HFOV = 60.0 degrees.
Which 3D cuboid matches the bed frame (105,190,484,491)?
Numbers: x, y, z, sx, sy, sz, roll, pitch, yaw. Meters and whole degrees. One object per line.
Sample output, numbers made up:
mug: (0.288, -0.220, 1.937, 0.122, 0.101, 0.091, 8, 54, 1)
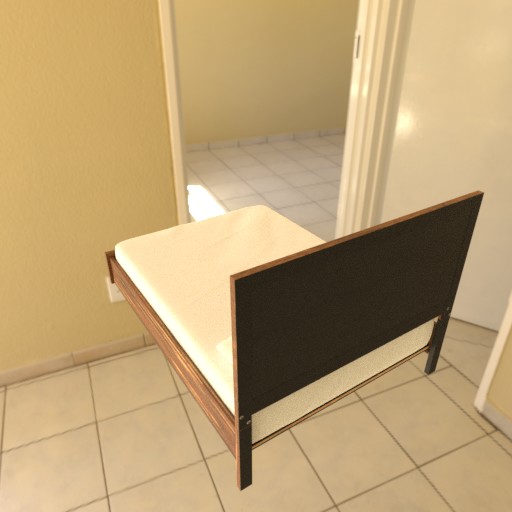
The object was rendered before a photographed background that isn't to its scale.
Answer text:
bed frame: (0.000, 0.000, 3.356, 1.696, 1.417, 2.276, -18, 35, -28)
